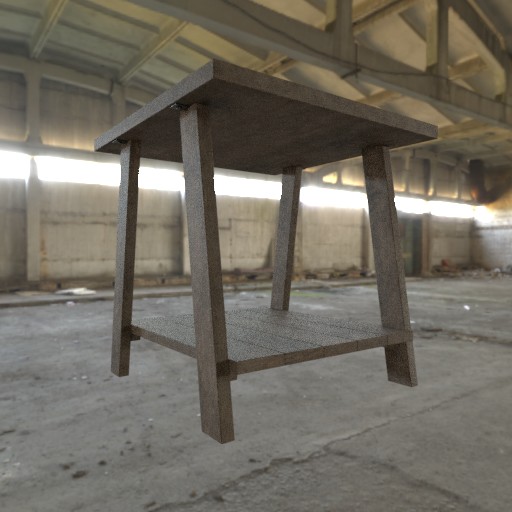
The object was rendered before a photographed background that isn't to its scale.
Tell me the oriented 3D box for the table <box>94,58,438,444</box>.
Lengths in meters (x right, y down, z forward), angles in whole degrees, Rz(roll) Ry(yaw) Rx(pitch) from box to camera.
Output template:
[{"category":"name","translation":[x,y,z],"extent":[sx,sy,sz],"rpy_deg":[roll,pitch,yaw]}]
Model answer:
[{"category":"table","translation":[0.000,0.000,1.104],"extent":[0.610,0.610,0.610],"rpy_deg":[0,0,-36]}]
